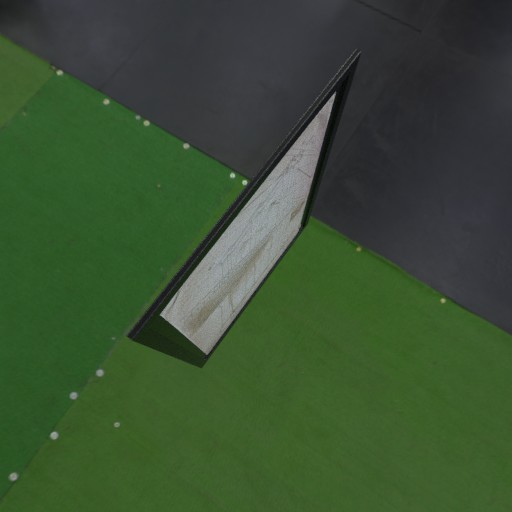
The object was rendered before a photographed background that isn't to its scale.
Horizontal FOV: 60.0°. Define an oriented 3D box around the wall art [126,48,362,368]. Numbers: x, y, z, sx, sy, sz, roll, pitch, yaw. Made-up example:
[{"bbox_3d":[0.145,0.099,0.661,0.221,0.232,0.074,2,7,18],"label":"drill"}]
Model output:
[{"bbox_3d":[0.000,0.000,1.269,0.013,0.967,0.707,35,76,10],"label":"wall art"}]
